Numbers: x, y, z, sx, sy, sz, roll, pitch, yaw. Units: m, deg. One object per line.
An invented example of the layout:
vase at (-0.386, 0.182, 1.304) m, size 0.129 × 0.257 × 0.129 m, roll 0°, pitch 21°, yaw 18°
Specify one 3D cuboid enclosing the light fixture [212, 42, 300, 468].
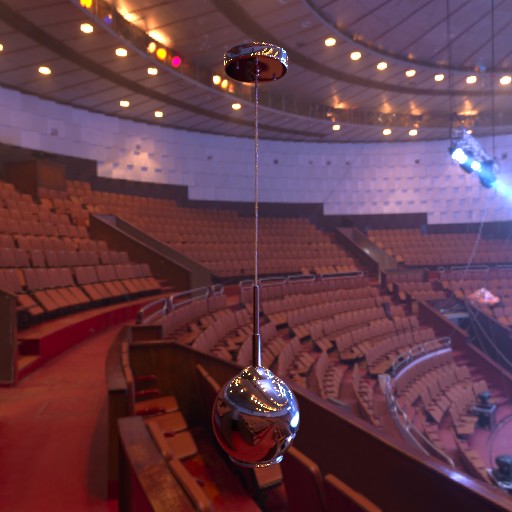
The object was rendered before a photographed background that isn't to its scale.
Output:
light fixture at (0.000, 0.000, 1.715) m, size 0.336 × 1.538 × 0.336 m, roll 1°, pitch -1°, yaw -36°
